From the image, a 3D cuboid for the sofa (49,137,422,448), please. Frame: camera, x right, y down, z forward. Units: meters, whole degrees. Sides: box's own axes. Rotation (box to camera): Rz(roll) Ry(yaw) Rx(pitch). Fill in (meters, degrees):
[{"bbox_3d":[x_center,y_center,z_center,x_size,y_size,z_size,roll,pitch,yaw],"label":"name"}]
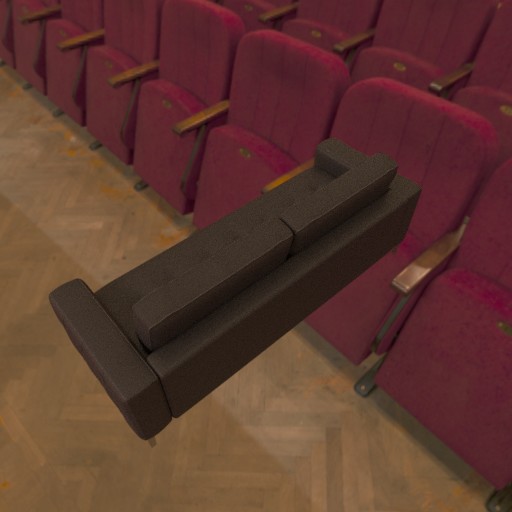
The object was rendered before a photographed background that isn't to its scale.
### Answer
[{"bbox_3d":[0.000,0.000,2.772,2.275,0.893,0.833,-33,56,-26],"label":"sofa"}]
